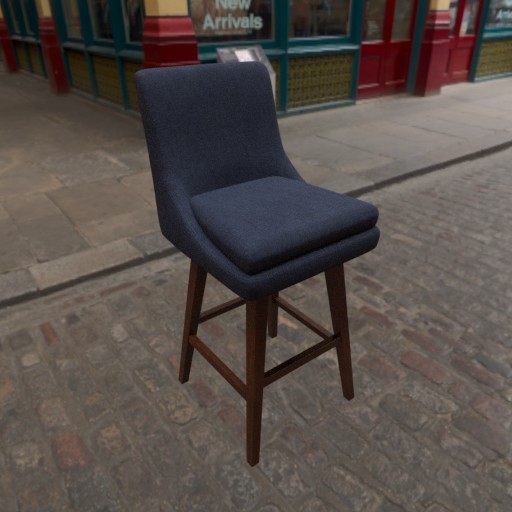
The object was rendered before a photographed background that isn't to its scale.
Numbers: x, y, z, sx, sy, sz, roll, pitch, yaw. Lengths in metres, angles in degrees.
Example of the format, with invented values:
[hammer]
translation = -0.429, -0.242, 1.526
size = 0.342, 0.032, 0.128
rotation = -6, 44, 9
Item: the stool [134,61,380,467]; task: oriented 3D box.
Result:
[stool]
translation = 0.000, 0.000, 1.386
size = 0.489, 1.068, 0.572
rotation = -20, 35, -32
